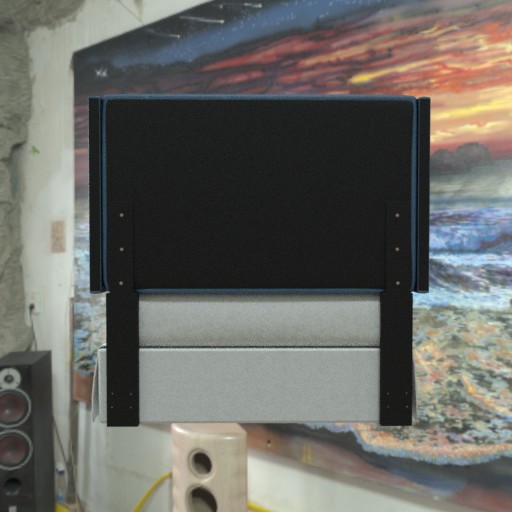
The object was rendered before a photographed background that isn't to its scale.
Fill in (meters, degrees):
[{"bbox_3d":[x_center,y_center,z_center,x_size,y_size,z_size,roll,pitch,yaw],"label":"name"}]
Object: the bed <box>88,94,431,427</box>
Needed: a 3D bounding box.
[{"bbox_3d":[0.000,0.000,3.238,1.719,1.665,2.078,0,1,0],"label":"bed"}]
